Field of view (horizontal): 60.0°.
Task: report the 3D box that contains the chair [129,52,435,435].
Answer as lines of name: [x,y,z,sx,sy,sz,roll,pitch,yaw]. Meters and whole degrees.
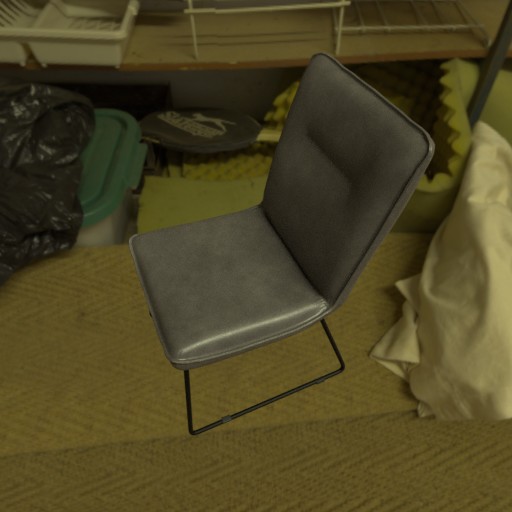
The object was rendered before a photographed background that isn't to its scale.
chair: [0.000,0.000,1.335,0.688,0.932,0.515,-18,50,-16]
